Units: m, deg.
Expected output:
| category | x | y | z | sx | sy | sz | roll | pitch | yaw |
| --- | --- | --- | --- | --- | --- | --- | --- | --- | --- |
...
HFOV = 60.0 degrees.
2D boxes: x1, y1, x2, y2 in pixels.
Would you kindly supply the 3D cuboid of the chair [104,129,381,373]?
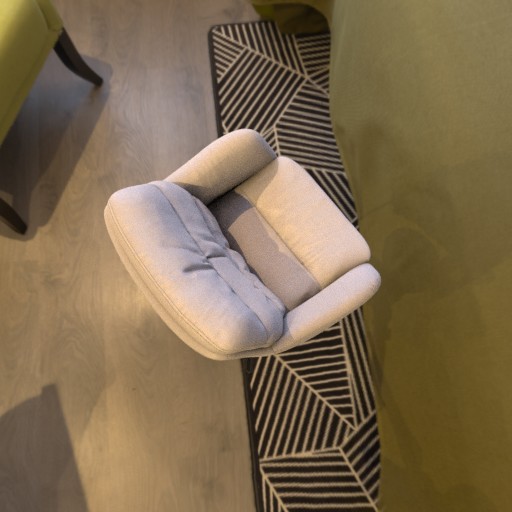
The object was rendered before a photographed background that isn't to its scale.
| category | x | y | z | sx | sy | sz | roll | pitch | yaw |
| --- | --- | --- | --- | --- | --- | --- | --- | --- | --- |
| chair | 0.000 | 0.000 | 1.282 | 0.569 | 0.888 | 0.579 | -37 | 78 | -9 |
